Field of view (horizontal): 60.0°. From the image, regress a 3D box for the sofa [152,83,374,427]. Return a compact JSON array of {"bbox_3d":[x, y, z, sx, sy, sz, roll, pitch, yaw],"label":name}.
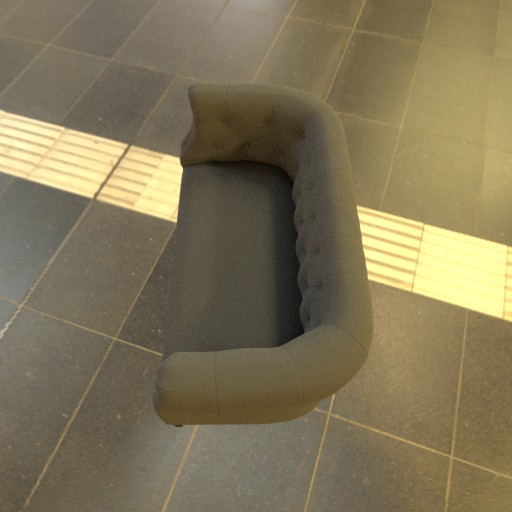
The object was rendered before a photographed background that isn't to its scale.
[{"bbox_3d":[0.000,0.000,2.085,0.835,0.827,1.558,0,59,0],"label":"sofa"}]
